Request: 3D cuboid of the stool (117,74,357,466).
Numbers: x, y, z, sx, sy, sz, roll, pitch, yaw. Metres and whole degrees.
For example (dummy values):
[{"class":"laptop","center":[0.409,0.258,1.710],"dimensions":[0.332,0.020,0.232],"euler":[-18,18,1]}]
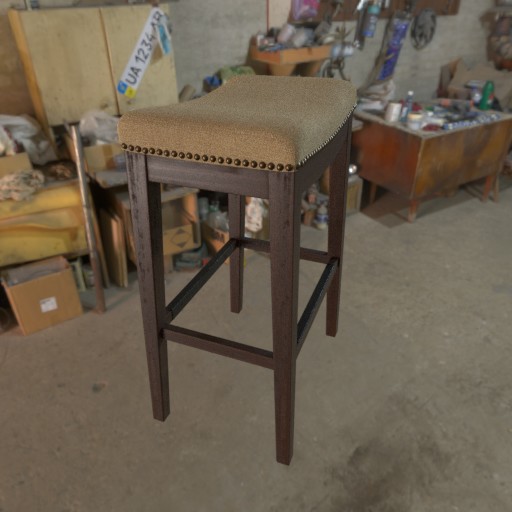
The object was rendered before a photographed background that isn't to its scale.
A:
[{"class":"stool","center":[0.000,0.000,1.084],"dimensions":[0.363,0.768,0.509],"euler":[11,32,18]}]
